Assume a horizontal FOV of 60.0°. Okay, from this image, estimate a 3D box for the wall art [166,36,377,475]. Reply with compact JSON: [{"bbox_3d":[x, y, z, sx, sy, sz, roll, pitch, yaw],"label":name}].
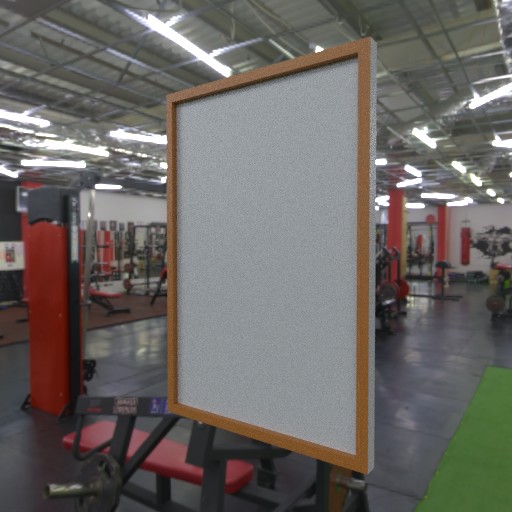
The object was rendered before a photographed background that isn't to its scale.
[{"bbox_3d":[0.000,0.000,1.118,0.610,0.916,0.037,1,2,36],"label":"wall art"}]
